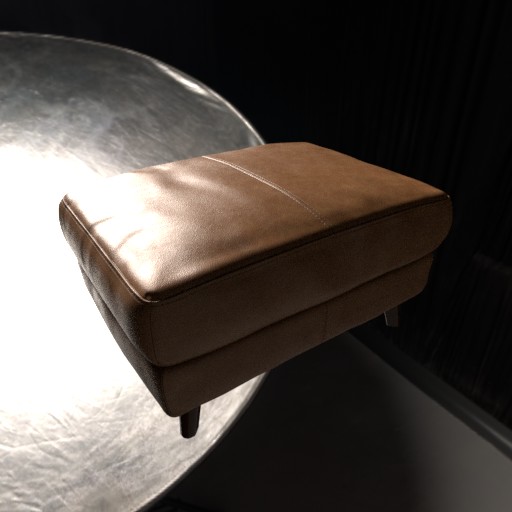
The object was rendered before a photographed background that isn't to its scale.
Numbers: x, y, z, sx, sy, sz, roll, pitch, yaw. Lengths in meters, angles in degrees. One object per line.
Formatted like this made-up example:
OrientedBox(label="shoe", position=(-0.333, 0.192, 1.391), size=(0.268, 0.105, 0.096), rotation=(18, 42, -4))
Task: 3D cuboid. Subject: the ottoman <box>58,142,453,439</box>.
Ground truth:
OrientedBox(label="ottoman", position=(0.000, 0.000, 1.212), size=(0.869, 0.461, 0.630), rotation=(-19, 35, -29))
